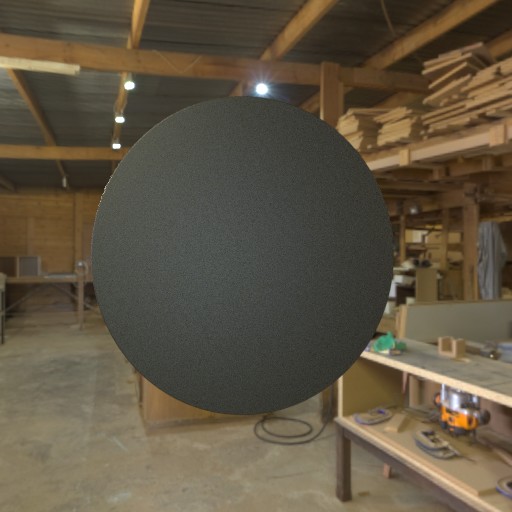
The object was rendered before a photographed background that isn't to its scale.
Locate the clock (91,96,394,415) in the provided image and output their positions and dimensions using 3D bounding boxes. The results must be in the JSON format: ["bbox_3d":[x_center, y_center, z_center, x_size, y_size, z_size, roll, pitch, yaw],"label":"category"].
[{"bbox_3d":[0.000,0.000,0.652,0.454,0.454,0.038,0,0,-19],"label":"clock"}]
